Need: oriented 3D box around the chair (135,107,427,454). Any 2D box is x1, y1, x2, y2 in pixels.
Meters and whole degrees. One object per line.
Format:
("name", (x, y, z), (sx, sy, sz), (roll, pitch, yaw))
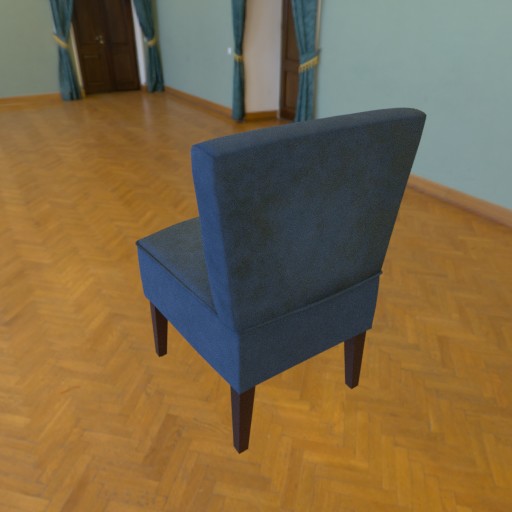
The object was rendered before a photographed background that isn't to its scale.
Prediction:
("chair", (0.000, 0.000, 1.188), (0.521, 0.806, 0.551), (-18, 35, -29))
